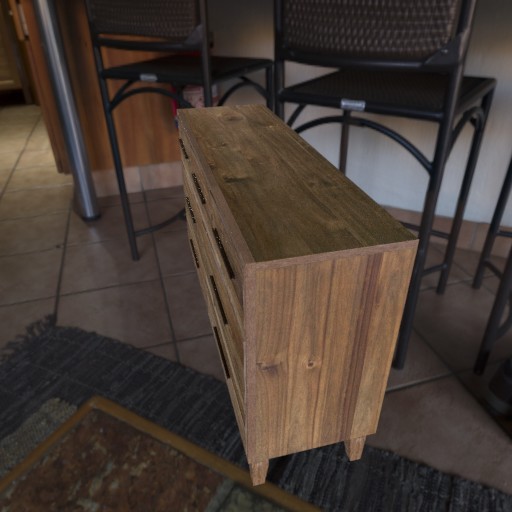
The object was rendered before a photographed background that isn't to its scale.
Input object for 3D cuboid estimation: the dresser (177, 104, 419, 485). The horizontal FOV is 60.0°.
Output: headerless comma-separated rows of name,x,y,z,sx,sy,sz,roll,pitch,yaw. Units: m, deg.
dresser,0.000,0.000,1.820,0.446,0.873,1.400,-8,33,-12
